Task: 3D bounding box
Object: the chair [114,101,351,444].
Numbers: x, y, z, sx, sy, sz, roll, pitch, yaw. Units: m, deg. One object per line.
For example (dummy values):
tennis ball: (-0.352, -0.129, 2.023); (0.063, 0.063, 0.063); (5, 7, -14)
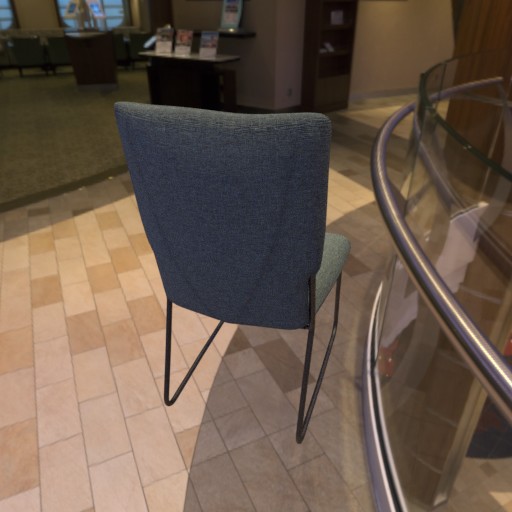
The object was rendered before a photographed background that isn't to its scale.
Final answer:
chair: (0.000, 0.000, 1.273); (0.480, 0.931, 0.635); (10, 32, 16)
